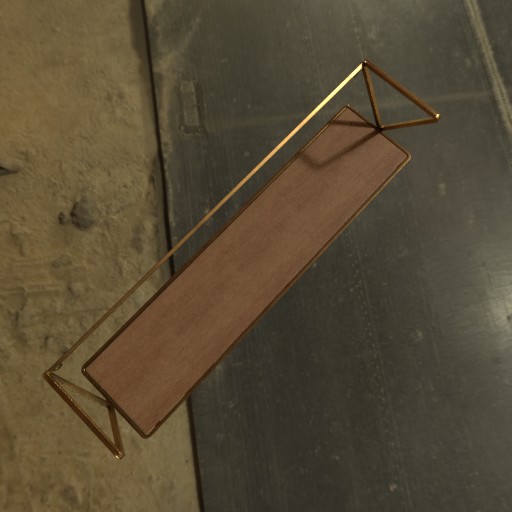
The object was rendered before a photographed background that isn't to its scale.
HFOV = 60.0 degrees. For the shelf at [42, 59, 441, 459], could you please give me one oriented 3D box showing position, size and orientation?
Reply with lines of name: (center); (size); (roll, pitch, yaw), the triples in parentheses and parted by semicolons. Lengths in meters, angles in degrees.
shelf: (0.000, 0.000, 0.720); (0.150, 0.229, 0.645); (42, 79, 10)
